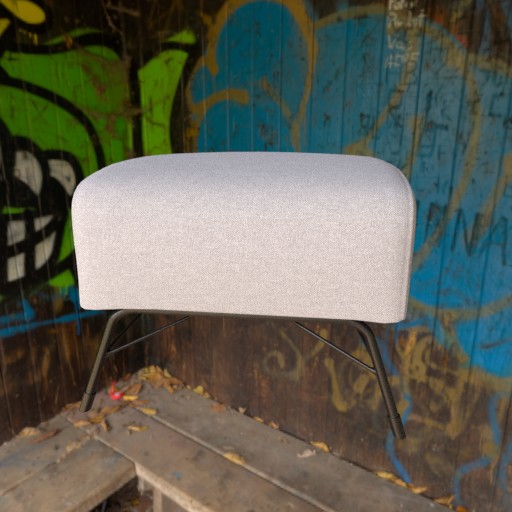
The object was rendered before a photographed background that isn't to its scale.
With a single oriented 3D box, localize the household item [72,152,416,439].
[{"bbox_3d":[0.000,0.000,0.900,0.530,0.410,0.530,2,16,7],"label":"household item"}]
